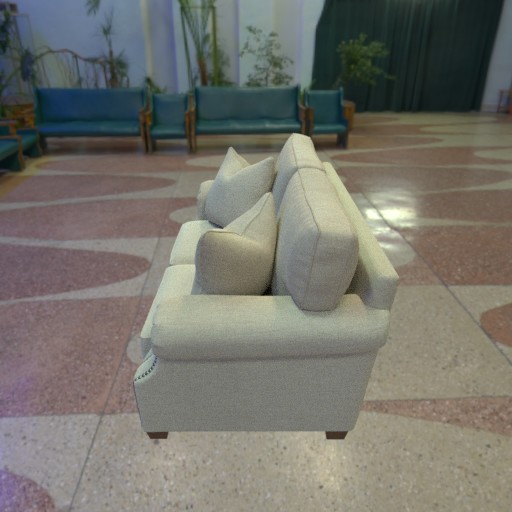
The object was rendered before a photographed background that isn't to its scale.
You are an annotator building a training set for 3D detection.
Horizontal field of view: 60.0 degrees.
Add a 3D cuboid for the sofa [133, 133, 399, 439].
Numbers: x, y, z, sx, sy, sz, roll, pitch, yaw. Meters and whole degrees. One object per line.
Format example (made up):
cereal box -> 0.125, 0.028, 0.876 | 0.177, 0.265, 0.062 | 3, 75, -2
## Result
sofa -> 0.000, 0.000, 2.297 | 0.966, 0.966, 1.701 | 0, 26, 0
